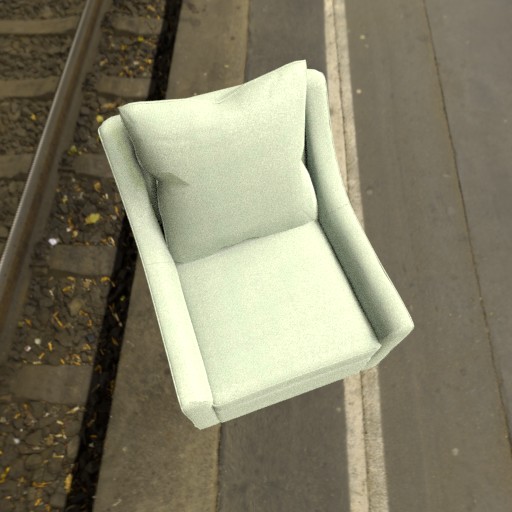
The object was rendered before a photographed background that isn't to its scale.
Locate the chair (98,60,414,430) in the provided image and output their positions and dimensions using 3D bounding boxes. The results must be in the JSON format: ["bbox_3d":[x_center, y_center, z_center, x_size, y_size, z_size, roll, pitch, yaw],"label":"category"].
[{"bbox_3d":[0.000,0.000,1.552,0.760,0.926,0.870,-17,64,-9],"label":"chair"}]
